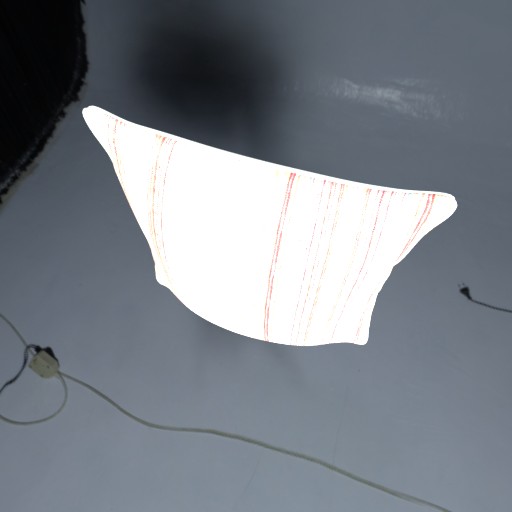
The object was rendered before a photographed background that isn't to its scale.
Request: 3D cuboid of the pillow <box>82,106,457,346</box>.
[{"bbox_3d":[0.000,0.000,0.691,0.451,0.449,0.191,16,60,10],"label":"pillow"}]
